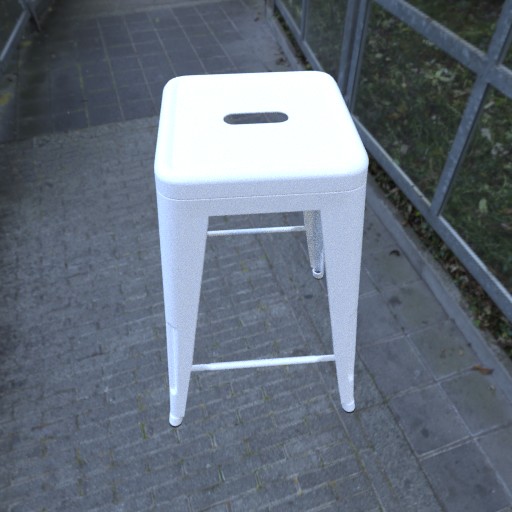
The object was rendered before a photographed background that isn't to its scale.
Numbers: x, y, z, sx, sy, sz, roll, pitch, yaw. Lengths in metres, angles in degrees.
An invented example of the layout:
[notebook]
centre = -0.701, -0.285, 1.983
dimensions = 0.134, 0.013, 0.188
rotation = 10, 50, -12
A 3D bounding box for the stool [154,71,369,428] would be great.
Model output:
[stool]
centre = 0.000, 0.000, 0.868
dimensions = 0.406, 0.610, 0.406
rotation = -3, 48, -3
